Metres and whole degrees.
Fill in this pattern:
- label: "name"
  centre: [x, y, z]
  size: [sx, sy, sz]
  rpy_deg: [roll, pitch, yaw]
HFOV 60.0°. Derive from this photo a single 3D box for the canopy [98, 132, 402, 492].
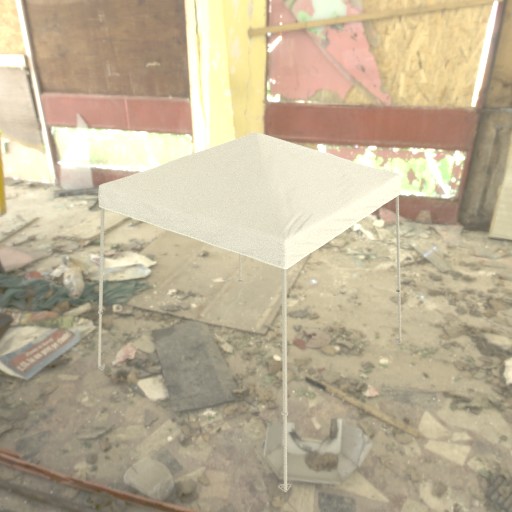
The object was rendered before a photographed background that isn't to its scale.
- label: "canopy"
  centre: [0.000, 0.000, 6.580]
  size: [3.599, 3.600, 3.600]
  rpy_deg: [18, 31, 33]
